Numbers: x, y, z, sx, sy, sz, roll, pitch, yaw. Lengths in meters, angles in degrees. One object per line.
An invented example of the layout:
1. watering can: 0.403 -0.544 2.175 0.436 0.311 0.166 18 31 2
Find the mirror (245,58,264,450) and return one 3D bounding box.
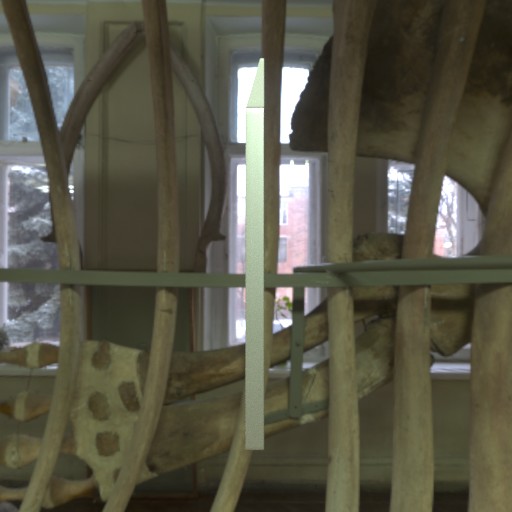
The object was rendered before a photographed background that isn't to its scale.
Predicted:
1. mirror: 0.000 0.000 1.147 0.030 0.630 0.870 0 -1 0
